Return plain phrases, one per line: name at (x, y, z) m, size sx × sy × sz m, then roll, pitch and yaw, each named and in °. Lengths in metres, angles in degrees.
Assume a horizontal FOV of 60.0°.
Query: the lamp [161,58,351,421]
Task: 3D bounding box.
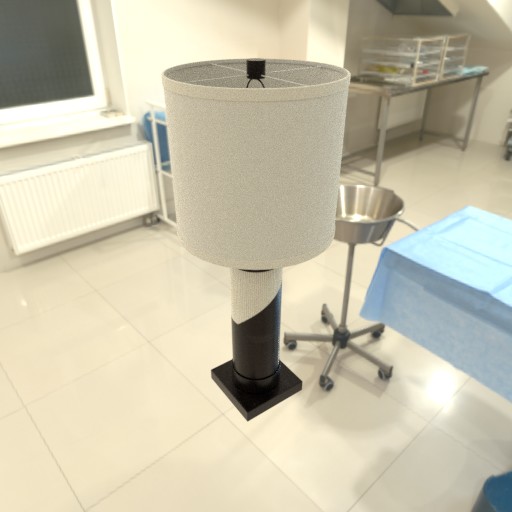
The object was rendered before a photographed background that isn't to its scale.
lamp at (0.000, 0.000, 0.624) m, size 0.211 × 0.509 × 0.211 m, roll -20°, pitch 36°, yaw -30°
